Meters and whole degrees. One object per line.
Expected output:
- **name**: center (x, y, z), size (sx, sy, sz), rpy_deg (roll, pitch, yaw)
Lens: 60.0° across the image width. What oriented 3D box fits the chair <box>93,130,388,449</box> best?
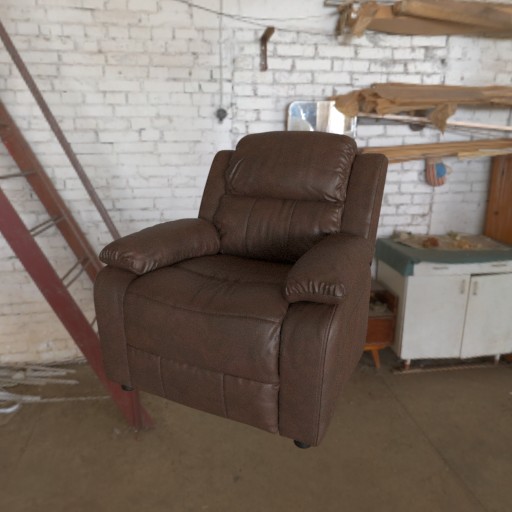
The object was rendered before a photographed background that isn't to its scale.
- **chair**: center (0.000, 0.000, 1.291), size (0.680, 0.702, 0.707), rpy_deg (8, 18, 25)
